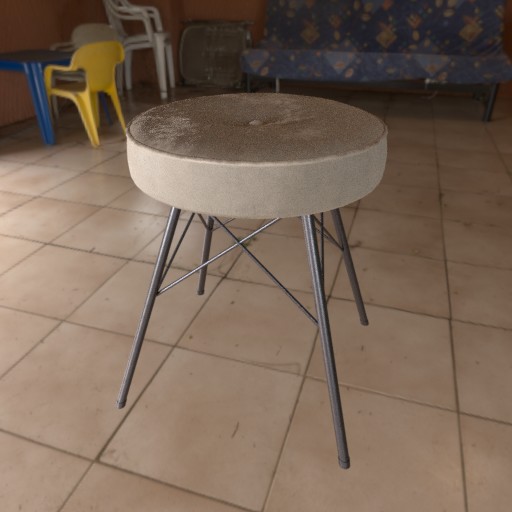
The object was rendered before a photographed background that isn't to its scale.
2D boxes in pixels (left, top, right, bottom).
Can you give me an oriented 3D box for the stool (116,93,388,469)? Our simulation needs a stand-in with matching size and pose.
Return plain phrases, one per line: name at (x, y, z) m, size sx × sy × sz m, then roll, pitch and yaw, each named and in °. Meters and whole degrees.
stool at (0.000, 0.000, 0.842) m, size 0.457 × 0.538 × 0.423 m, roll 9°, pitch 32°, yaw 14°
